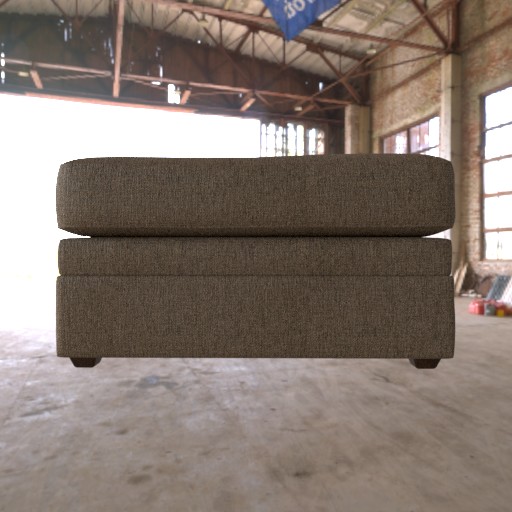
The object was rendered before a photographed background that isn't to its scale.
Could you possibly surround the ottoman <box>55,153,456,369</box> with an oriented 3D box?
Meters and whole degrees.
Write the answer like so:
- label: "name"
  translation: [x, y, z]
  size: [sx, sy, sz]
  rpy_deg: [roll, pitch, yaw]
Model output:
- label: "ottoman"
  translation: [0.000, 0.000, 1.228]
  size: [0.885, 0.478, 0.637]
  rpy_deg: [0, 1, 1]
